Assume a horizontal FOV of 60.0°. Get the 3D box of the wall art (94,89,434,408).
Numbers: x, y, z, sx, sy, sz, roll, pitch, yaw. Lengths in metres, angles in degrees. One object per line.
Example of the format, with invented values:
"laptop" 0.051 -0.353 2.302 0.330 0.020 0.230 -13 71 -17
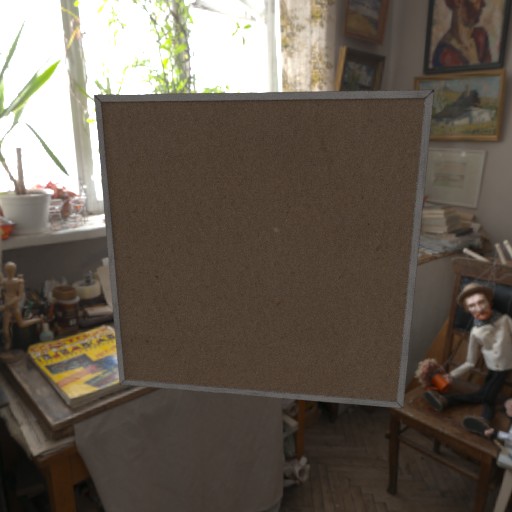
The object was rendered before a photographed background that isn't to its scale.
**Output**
"wall art" 0.000 0.000 1.100 0.762 0.762 0.038 2 15 8
